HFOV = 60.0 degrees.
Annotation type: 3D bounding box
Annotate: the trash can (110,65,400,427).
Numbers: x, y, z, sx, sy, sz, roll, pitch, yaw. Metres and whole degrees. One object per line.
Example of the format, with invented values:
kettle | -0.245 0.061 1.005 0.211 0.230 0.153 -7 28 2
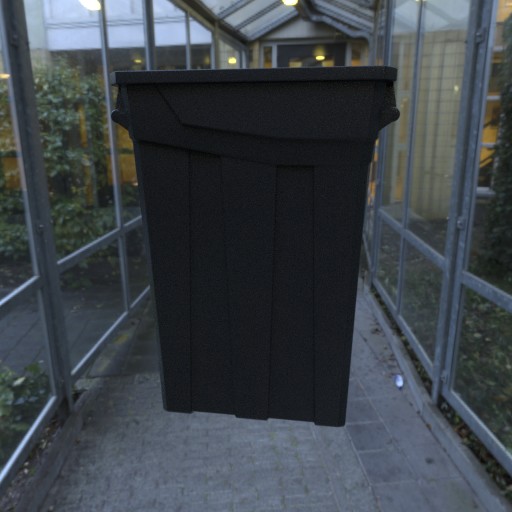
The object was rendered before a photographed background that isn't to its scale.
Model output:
trash can | 0.000 0.000 1.016 0.559 0.762 0.281 2 15 8
